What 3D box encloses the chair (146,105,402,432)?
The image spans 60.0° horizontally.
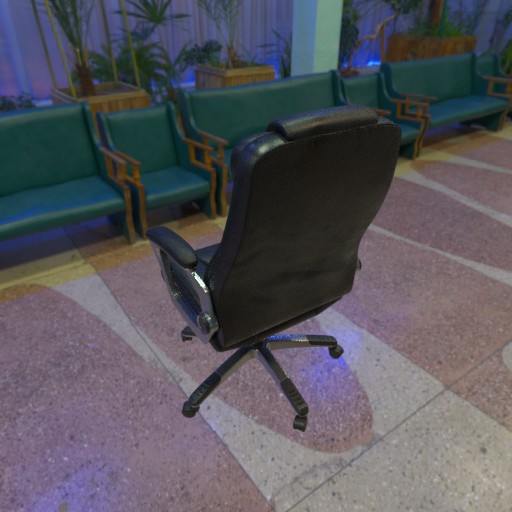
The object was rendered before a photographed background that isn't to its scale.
[{"bbox_3d":[0.000,0.000,1.510,0.697,1.075,0.689,-19,36,-28],"label":"chair"}]
